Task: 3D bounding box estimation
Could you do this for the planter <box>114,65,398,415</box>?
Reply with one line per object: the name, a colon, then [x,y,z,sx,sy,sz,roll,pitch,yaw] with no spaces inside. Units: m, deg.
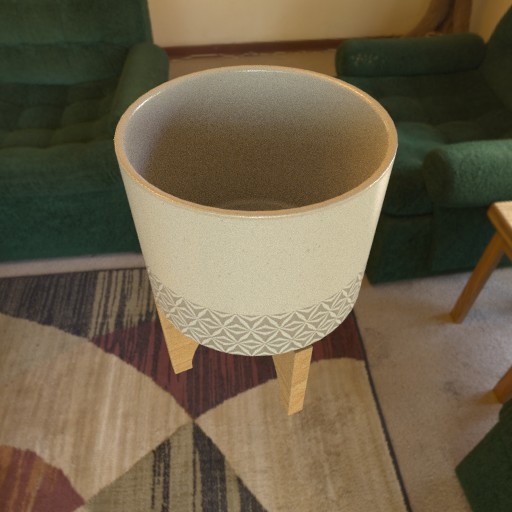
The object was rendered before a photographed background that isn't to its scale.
planter: [0.000,0.000,0.521,0.249,0.343,0.249,0,46,0]
